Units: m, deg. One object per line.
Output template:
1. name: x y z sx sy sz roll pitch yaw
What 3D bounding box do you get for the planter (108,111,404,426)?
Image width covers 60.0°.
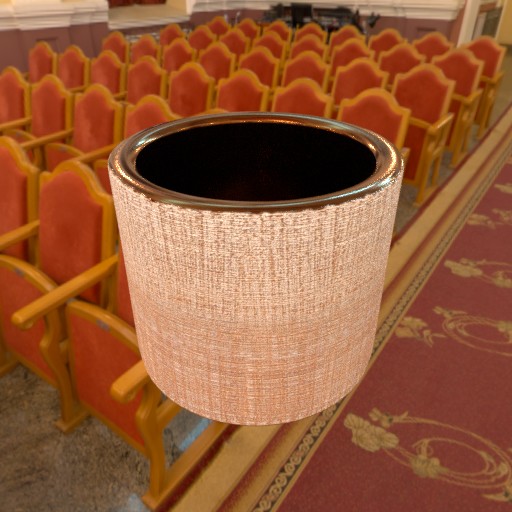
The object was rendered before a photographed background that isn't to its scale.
1. planter: 0.000 0.000 0.311 0.177 0.157 0.177 0 32 0
